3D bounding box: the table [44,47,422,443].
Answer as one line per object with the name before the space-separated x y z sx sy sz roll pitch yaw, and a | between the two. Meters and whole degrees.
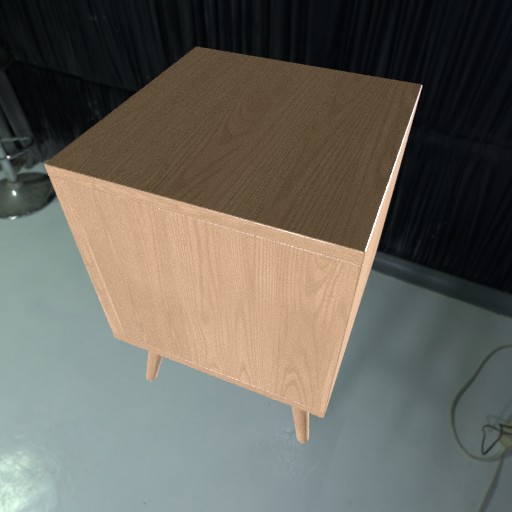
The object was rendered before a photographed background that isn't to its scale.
table | 0.000 0.000 0.818 0.400 0.550 0.400 17 48 15
